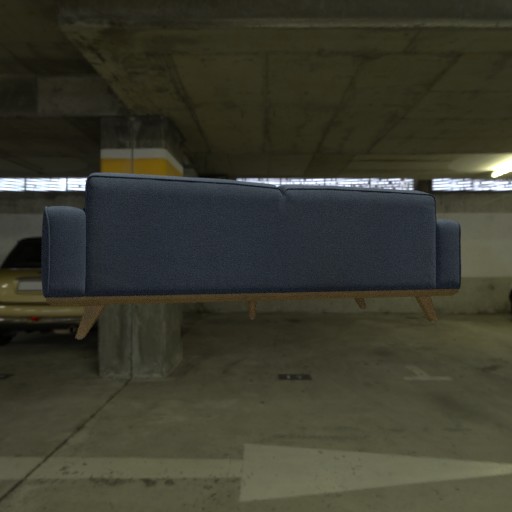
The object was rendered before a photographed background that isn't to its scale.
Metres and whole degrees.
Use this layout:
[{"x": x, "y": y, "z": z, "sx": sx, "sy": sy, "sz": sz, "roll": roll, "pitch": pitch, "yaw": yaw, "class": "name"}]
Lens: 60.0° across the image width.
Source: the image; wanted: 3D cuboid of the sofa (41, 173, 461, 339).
[{"x": 0.000, "y": 0.000, "z": 2.691, "sx": 2.270, "sy": 0.782, "sz": 0.953, "roll": 0, "pitch": -1, "yaw": -17, "class": "sofa"}]
